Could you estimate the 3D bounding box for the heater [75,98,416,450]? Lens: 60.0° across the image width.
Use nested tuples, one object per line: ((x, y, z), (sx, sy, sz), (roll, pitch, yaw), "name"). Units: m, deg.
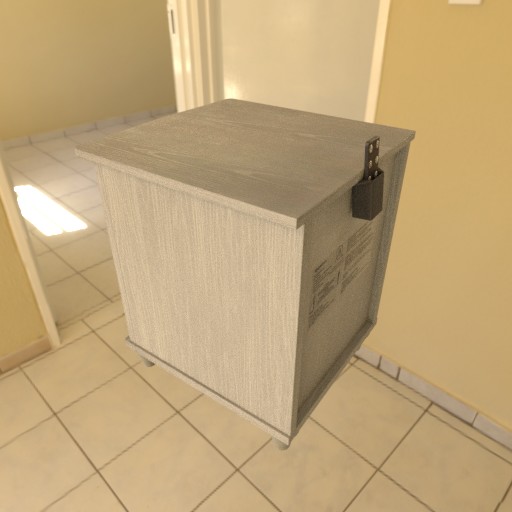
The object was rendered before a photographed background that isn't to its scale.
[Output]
((0.000, 0.000, 0.769), (0.400, 0.481, 0.362), (21, 38, 29), "heater")
